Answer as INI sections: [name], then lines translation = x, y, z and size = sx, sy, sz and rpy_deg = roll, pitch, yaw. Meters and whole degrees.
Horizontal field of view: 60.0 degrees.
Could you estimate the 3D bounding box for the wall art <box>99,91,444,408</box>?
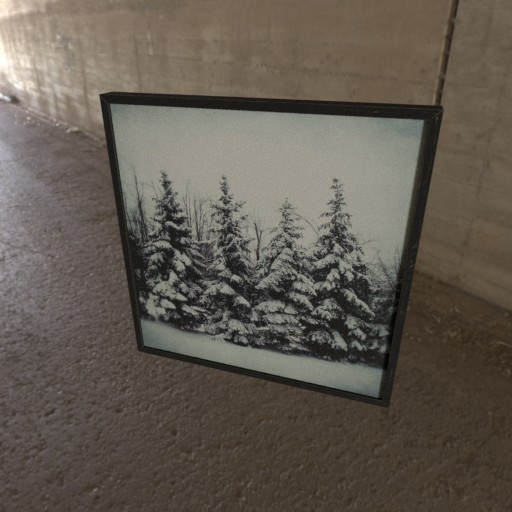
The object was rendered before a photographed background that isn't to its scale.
[wall art]
translation = 0.000, 0.000, 0.753
size = 0.506, 0.506, 0.036
rpy_deg = 8, 28, 16
